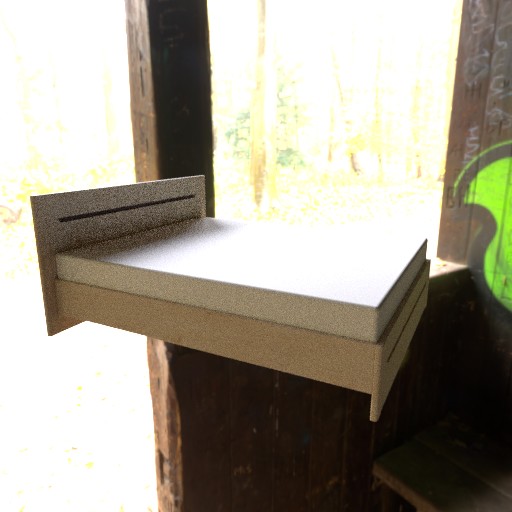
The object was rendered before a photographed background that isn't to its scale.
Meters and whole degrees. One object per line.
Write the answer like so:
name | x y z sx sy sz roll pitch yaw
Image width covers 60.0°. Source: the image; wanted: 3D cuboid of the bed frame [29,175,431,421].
bed frame | 0.000 0.000 3.034 2.080 0.900 1.800 8 16 27
